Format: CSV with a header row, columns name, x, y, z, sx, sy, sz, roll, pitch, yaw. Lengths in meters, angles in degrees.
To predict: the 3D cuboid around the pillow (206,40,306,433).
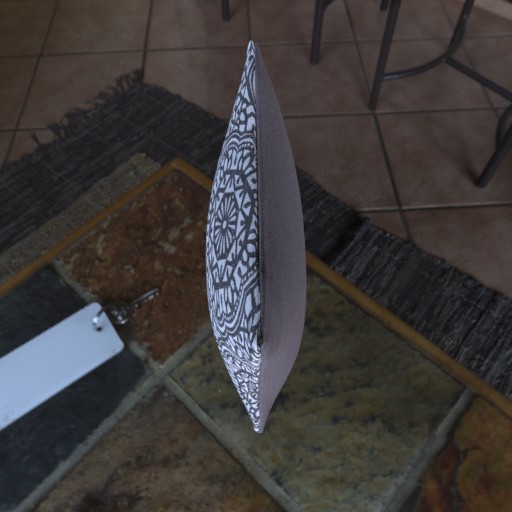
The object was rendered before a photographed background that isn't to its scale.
name,x,y,z,sx,sy,sz,roll,pitch,yaw
pillow,0.000,0.000,0.659,0.148,0.417,0.436,-1,59,0
